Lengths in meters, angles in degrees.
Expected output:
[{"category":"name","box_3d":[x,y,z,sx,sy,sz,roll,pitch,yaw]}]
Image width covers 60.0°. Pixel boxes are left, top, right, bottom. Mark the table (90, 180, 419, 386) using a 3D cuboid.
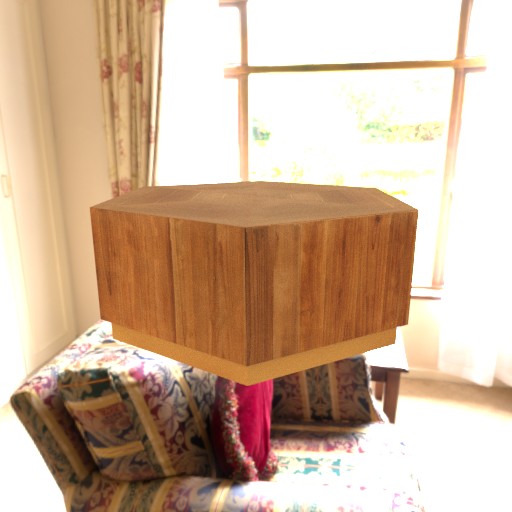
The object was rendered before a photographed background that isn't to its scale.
[{"category":"table","box_3d":[0.000,0.000,1.680,1.154,0.456,1.000,-8,17,-27]}]
